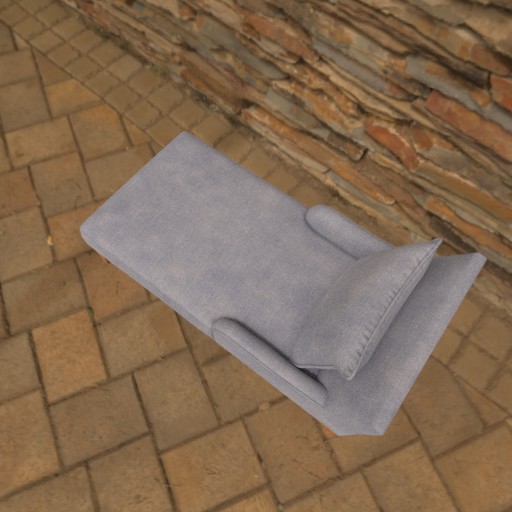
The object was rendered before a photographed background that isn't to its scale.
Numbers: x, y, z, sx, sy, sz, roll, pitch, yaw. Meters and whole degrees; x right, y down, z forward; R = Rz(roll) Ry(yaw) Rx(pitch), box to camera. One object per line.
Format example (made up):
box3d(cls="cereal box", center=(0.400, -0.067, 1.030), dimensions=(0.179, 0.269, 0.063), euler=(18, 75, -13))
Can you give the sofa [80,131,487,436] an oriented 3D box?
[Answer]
box3d(cls="sofa", center=(0.000, 0.000, 2.274), dimensions=(1.779, 0.883, 0.904), euler=(34, 68, 16))
